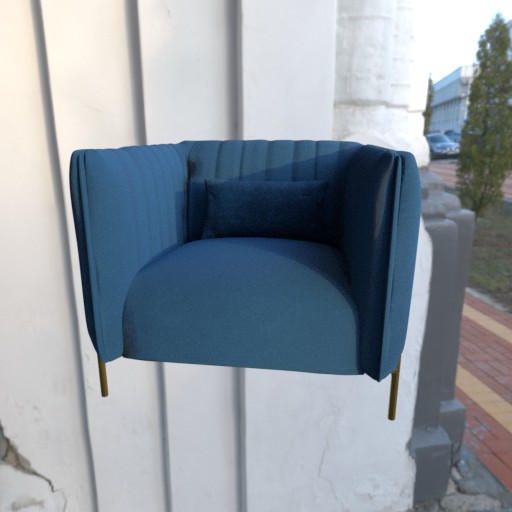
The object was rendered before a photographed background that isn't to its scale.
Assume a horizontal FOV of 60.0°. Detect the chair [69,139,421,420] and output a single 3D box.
[{"bbox_3d":[0.000,0.000,1.581,0.947,0.793,0.877,2,16,7],"label":"chair"}]
